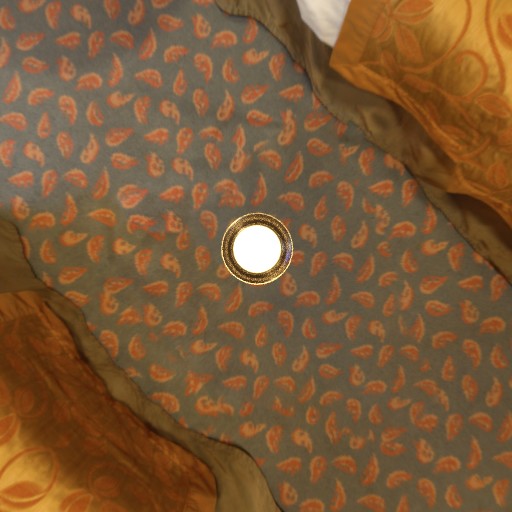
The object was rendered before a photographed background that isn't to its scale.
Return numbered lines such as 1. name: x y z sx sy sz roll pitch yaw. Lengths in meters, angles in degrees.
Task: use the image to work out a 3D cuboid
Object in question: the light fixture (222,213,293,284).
1. light fixture: 0.000 0.000 1.494 0.211 1.367 0.217 0 89 0
